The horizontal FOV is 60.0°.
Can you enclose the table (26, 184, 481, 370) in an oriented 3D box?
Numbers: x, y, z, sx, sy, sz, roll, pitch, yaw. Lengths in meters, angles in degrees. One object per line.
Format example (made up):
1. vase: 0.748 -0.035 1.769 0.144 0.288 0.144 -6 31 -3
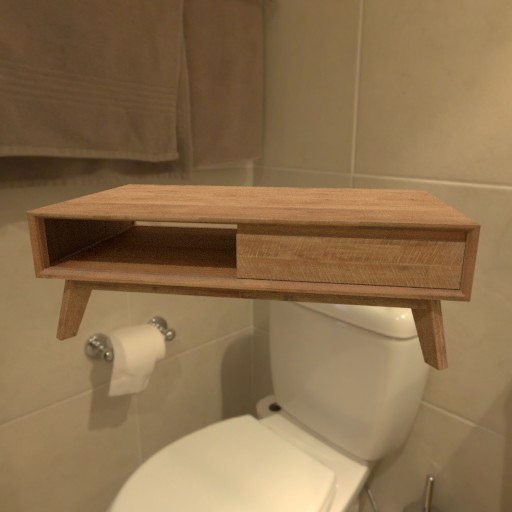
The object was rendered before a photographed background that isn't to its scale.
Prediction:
1. table: 0.000 0.000 2.060 1.619 0.531 0.918 2 16 9
